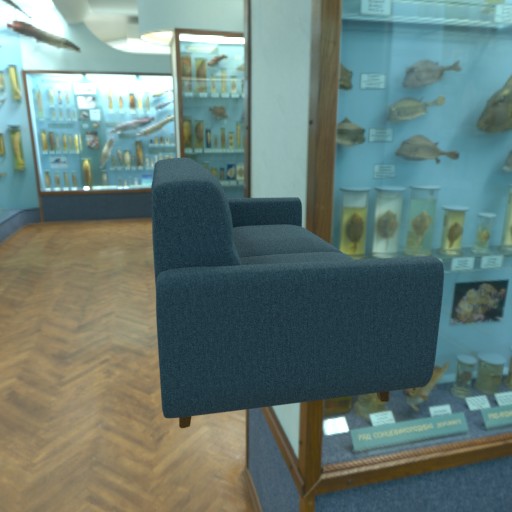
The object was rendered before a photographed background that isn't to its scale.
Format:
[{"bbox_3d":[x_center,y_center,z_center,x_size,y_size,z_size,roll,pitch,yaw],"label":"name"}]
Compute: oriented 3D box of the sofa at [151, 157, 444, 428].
[{"bbox_3d":[0.000,0.000,2.154,0.942,0.896,1.651,-3,15,-12],"label":"sofa"}]
